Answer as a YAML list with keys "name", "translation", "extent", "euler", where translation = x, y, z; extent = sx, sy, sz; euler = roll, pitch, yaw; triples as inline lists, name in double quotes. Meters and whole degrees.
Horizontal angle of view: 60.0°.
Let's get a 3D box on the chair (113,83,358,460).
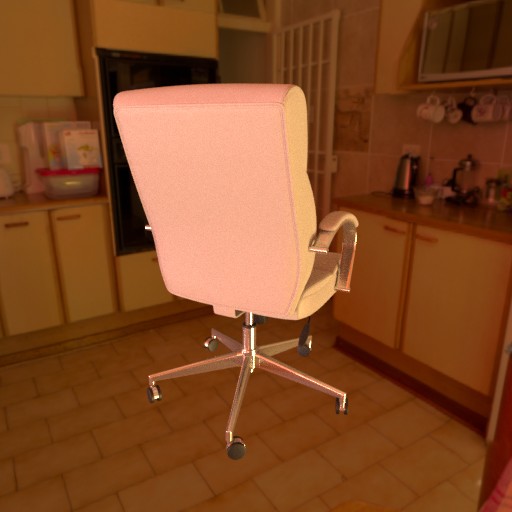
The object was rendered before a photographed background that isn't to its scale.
- name: "chair"
  translation: [0.000, 0.000, 1.569]
  extent: [0.727, 1.099, 0.745]
  euler: [8, 19, 26]
